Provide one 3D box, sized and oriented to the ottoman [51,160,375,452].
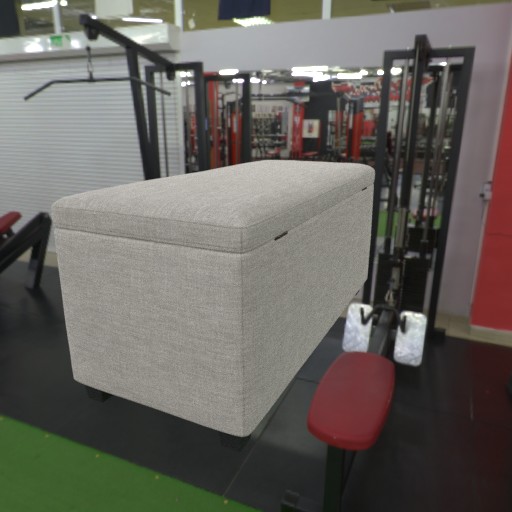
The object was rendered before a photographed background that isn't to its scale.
[{"bbox_3d":[0.000,0.000,1.138,0.419,0.432,0.902,8,19,25],"label":"ottoman"}]
